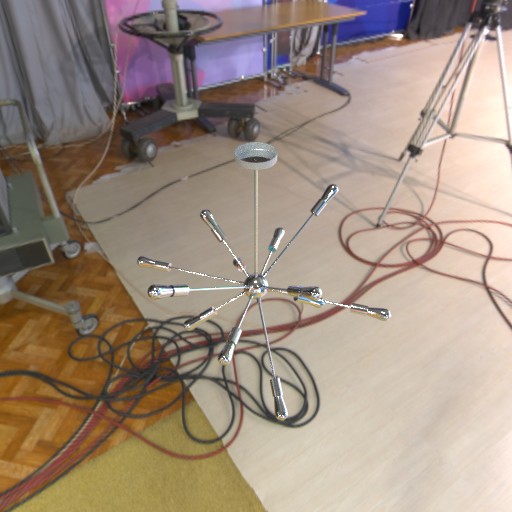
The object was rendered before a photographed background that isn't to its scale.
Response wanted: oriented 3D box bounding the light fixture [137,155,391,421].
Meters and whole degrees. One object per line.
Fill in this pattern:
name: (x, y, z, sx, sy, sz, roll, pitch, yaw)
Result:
light fixture: (0.000, 0.000, 1.079, 0.684, 0.558, 0.509, 12, 43, 13)
